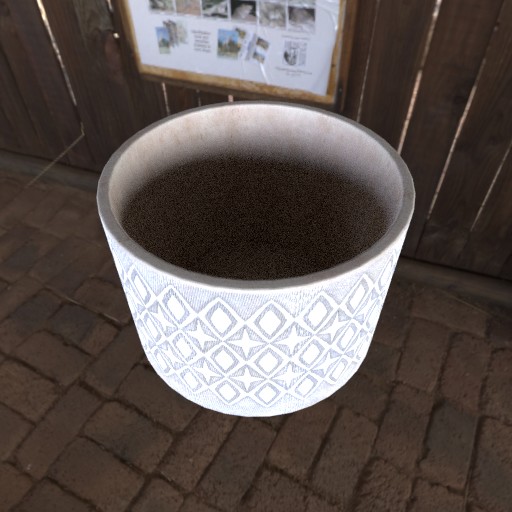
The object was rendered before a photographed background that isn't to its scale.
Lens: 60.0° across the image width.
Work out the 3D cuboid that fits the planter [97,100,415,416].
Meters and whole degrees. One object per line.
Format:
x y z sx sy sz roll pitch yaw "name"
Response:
0.000 0.000 0.280 0.164 0.127 0.164 0 45 0 "planter"
